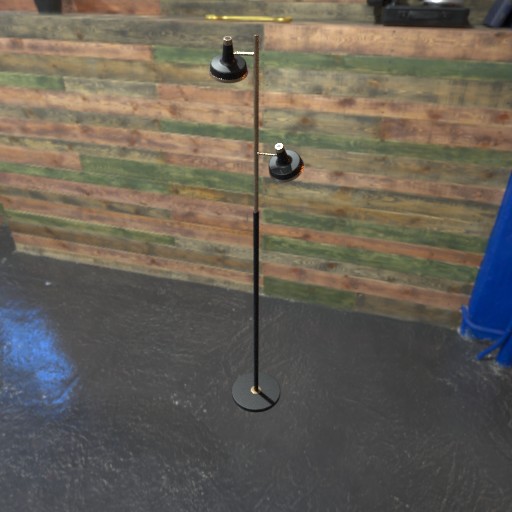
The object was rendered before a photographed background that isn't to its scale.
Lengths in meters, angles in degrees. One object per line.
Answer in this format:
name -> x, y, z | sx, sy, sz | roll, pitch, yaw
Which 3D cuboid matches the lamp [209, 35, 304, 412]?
lamp -> 0.000, 0.000, 1.869 | 0.351, 1.674, 0.253 | 10, 33, 15
